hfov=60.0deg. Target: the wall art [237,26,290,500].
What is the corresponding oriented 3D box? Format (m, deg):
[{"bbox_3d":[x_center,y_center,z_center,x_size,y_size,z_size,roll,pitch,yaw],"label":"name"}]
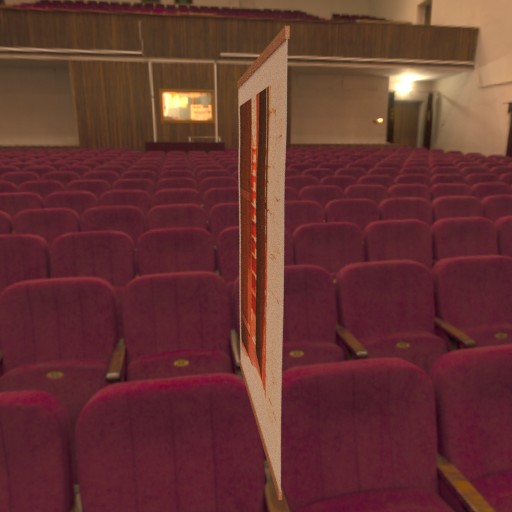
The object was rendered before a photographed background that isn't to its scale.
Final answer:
[{"bbox_3d":[0.000,0.000,1.869,0.019,1.527,1.019,-2,14,-9],"label":"wall art"}]
